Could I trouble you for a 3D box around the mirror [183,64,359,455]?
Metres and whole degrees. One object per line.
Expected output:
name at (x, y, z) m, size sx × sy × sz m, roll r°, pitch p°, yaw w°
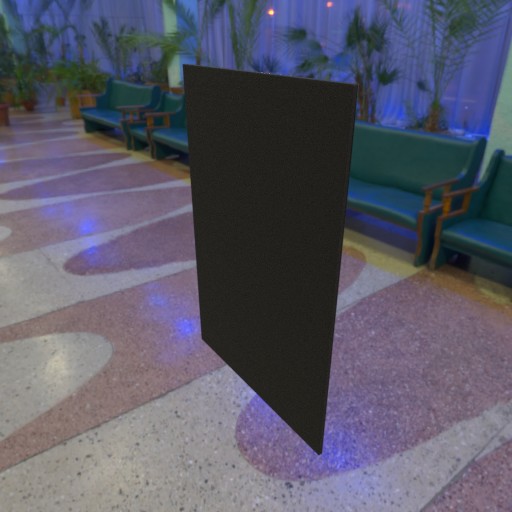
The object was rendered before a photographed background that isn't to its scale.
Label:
mirror at (0.000, 0.000, 1.184) m, size 0.039 × 0.914 × 0.613 m, roll -18°, pitch 32°, yaw -32°
